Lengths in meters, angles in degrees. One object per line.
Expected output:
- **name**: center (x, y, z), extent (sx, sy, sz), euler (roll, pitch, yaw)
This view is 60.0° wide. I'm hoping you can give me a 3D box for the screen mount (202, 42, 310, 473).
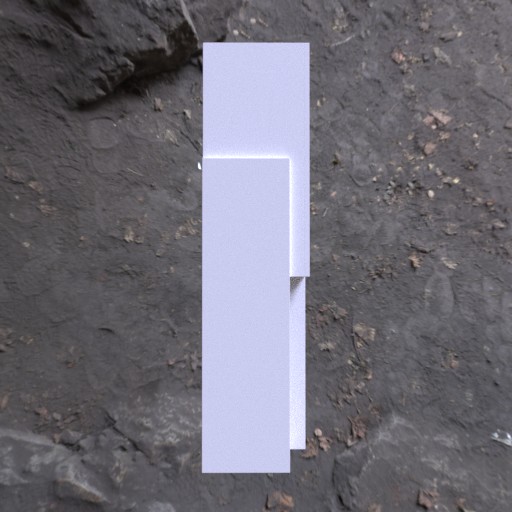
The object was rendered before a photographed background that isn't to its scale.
- **screen mount**: center (0.000, 0.000, 1.881), extent (0.420, 0.320, 1.680), euler (0, 89, 0)
